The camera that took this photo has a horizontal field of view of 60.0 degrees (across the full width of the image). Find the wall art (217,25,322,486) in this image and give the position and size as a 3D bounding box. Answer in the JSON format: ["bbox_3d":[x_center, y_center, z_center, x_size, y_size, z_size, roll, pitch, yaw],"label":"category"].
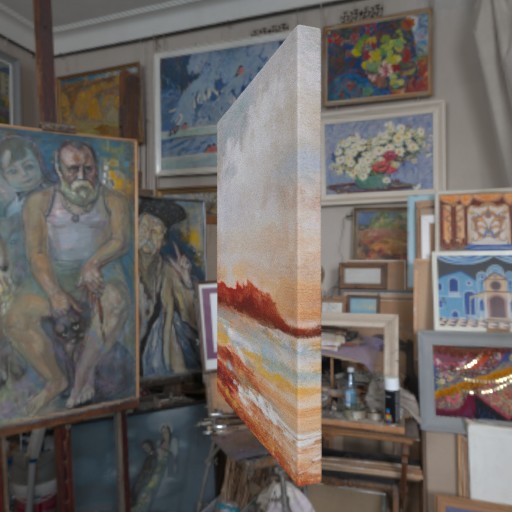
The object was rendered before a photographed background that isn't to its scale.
[{"bbox_3d":[0.000,0.000,0.792,0.035,0.605,0.443,0,-1,-19],"label":"wall art"}]
